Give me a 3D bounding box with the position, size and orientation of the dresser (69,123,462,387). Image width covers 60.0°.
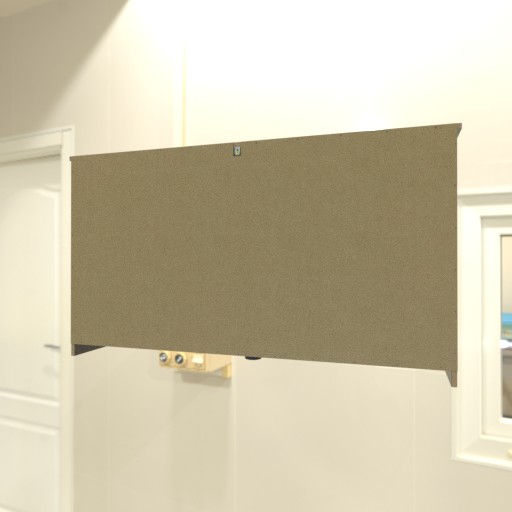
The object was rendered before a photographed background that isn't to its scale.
[{"bbox_3d":[0.000,0.000,1.657,1.360,0.755,0.401,0,0,18],"label":"dresser"}]
